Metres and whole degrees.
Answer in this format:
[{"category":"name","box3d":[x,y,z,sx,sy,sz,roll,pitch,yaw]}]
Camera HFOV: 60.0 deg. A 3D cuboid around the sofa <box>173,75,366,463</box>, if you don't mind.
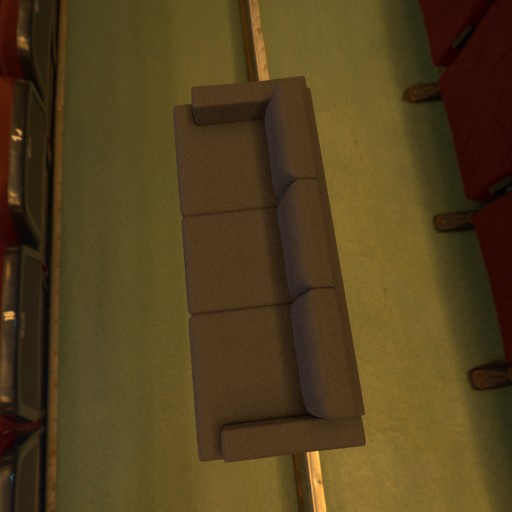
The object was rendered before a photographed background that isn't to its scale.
[{"category":"sofa","box3d":[0.000,0.000,2.785,0.920,0.810,2.310,-6,75,-2]}]
